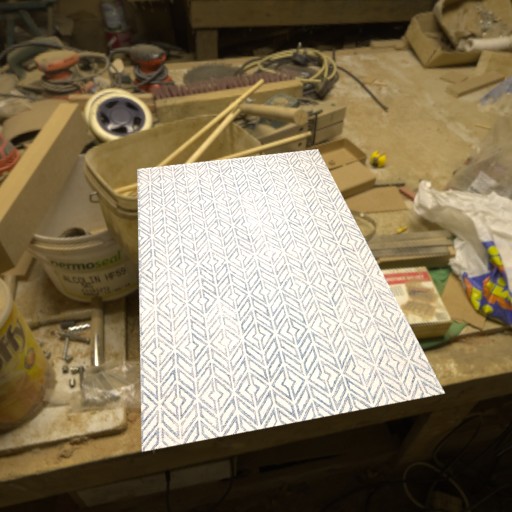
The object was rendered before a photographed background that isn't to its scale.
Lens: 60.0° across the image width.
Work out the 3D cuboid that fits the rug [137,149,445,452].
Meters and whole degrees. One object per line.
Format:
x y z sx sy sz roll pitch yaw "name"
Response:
0.000 0.000 2.349 1.220 0.008 1.824 -8 47 -8 "rug"
